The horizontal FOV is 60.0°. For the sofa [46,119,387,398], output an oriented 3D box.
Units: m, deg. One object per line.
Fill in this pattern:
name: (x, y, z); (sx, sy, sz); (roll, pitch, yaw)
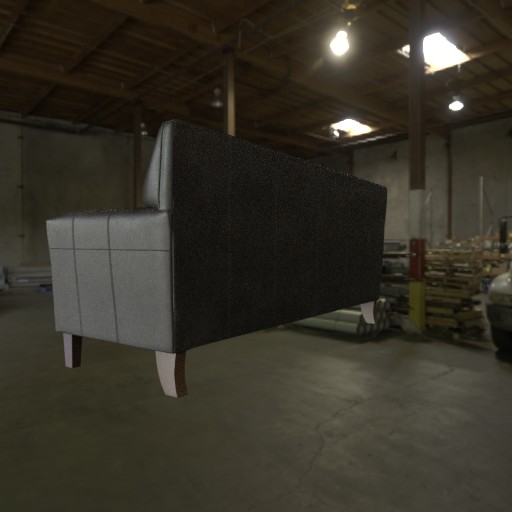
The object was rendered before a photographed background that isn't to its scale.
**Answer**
sofa: (0.000, 0.000, 2.498); (0.805, 0.947, 2.053); (1, 1, 36)
